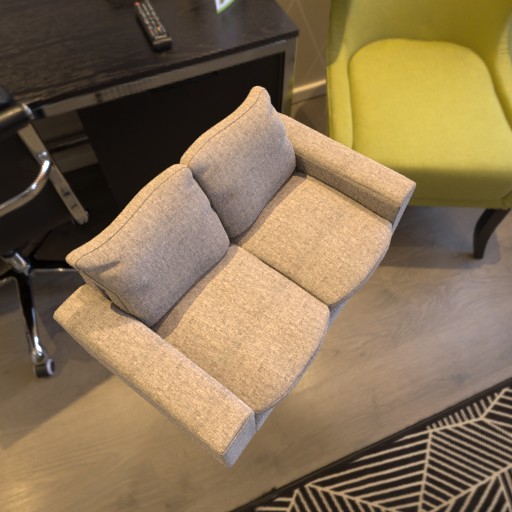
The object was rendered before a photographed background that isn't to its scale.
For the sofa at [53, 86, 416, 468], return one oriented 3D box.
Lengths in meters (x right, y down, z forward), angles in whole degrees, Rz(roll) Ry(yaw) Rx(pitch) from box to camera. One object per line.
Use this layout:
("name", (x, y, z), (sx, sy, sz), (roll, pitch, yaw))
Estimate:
("sofa", (0.000, 0.000, 2.357), (1.094, 0.877, 1.758), (32, 65, 18))
